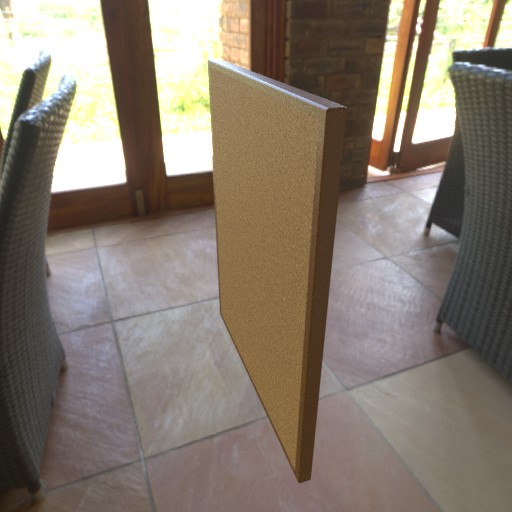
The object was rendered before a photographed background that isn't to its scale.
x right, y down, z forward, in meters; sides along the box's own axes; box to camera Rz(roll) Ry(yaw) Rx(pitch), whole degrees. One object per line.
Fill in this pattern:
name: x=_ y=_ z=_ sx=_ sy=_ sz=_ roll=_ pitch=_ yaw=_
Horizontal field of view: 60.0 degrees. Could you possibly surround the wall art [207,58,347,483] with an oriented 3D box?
wall art: x=0.000 y=0.000 z=0.722 sx=0.021 sy=0.550 sz=0.449 roll=-10 pitch=31 yaw=-17
